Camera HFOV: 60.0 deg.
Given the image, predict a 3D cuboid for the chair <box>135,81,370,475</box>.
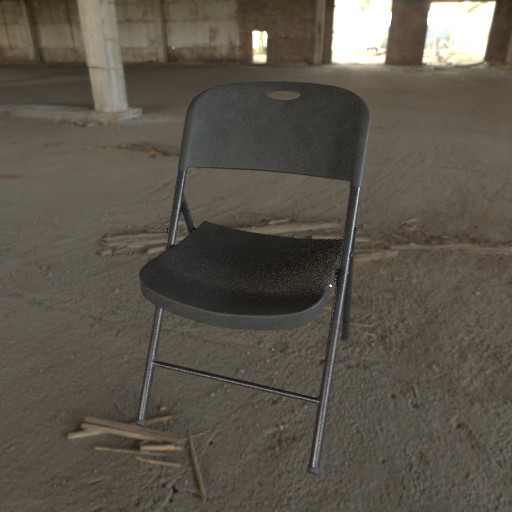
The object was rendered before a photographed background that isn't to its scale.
[{"bbox_3d":[0.000,0.000,1.160,0.494,0.810,0.567,8,27,16],"label":"chair"}]
